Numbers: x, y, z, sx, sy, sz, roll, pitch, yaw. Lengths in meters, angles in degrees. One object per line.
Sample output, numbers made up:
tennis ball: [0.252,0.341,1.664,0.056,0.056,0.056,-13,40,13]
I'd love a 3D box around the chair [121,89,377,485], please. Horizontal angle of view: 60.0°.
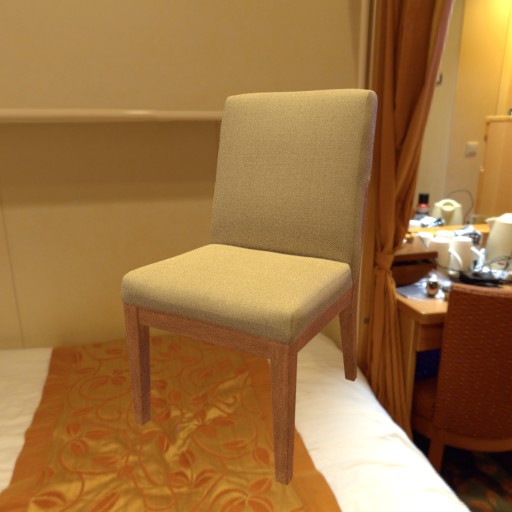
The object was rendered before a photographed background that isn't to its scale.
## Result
chair: [0.000,0.000,1.251,0.507,0.911,0.586,9,18,28]
